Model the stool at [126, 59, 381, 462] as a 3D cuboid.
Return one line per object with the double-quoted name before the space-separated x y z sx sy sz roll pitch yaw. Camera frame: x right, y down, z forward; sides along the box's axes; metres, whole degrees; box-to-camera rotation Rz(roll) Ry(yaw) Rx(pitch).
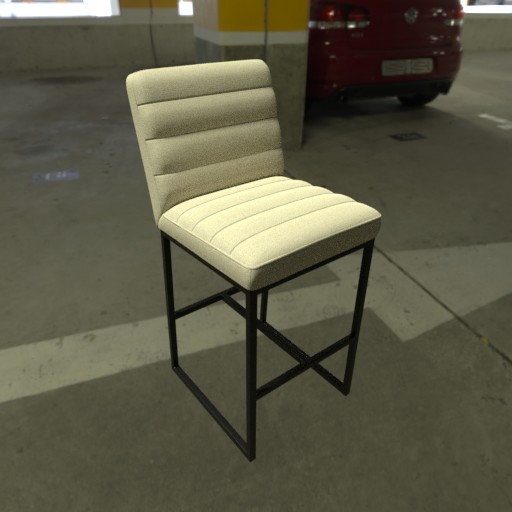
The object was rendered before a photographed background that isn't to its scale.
"stool" 0.000 0.000 1.352 0.460 1.040 0.560 -21 36 -32
